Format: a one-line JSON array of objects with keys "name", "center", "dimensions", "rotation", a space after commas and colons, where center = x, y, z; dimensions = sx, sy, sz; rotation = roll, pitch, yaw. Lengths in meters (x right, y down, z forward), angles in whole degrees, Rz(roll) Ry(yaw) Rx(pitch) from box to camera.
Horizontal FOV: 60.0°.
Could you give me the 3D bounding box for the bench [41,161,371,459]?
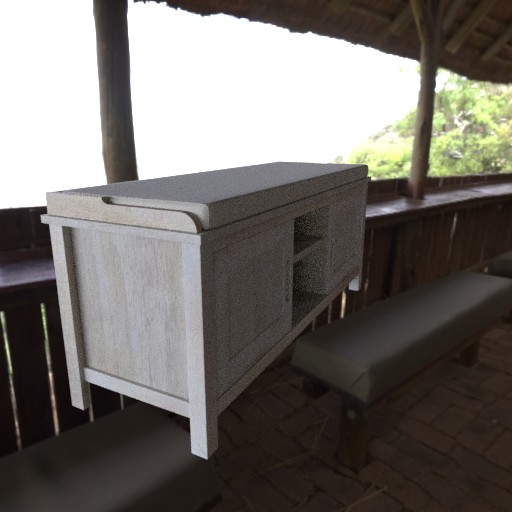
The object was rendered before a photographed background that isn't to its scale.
[{"name": "bench", "center": [0.000, 0.000, 1.361], "dimensions": [0.398, 0.501, 1.140], "rotation": [8, 18, 27]}]
